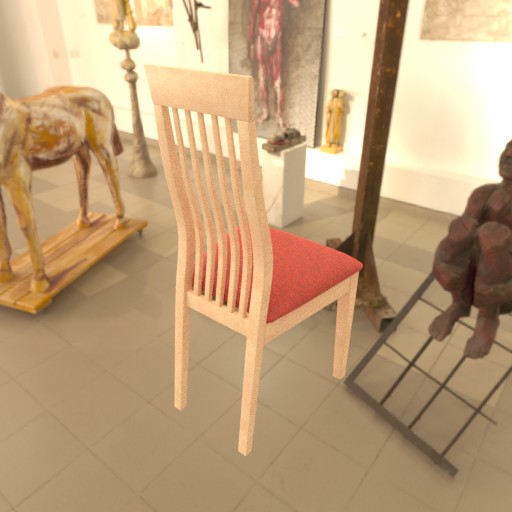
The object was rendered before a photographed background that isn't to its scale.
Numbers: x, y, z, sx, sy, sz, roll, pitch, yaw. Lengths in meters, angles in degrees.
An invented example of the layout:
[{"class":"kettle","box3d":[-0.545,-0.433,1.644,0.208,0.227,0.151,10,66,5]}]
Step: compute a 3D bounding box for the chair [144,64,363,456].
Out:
[{"class":"chair","box3d":[0.000,0.000,1.262,0.460,1.027,0.474,21,36,32]}]
